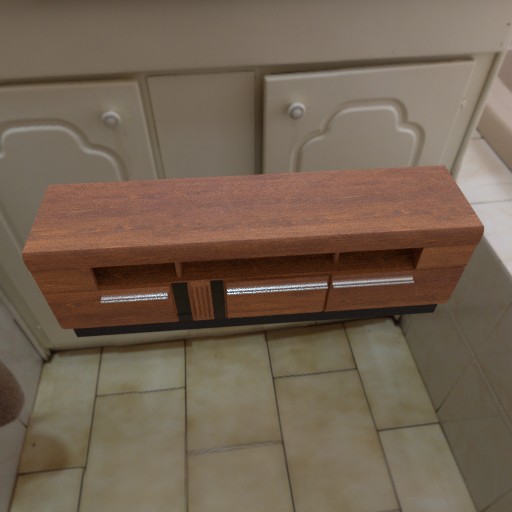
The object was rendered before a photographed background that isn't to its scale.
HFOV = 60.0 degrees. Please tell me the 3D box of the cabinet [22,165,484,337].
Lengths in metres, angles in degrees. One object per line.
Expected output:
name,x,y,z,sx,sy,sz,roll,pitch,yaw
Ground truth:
cabinet,0.000,0.000,1.827,1.600,0.510,0.419,-3,47,-3
